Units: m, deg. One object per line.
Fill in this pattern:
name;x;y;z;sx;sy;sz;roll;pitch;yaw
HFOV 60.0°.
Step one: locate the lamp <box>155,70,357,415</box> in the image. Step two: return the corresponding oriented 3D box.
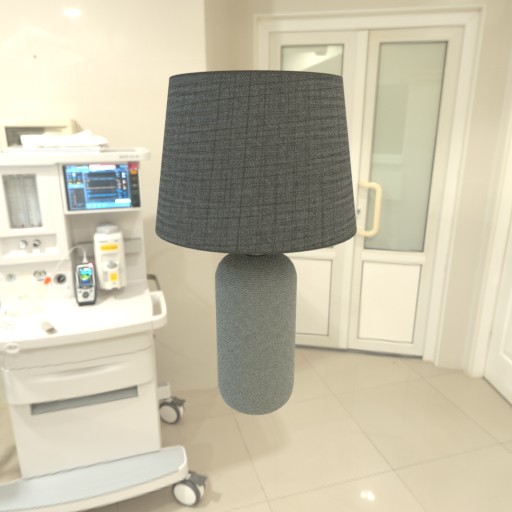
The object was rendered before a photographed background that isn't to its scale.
lamp;0.000;0.000;0.577;0.251;0.429;0.251;0;17;0
